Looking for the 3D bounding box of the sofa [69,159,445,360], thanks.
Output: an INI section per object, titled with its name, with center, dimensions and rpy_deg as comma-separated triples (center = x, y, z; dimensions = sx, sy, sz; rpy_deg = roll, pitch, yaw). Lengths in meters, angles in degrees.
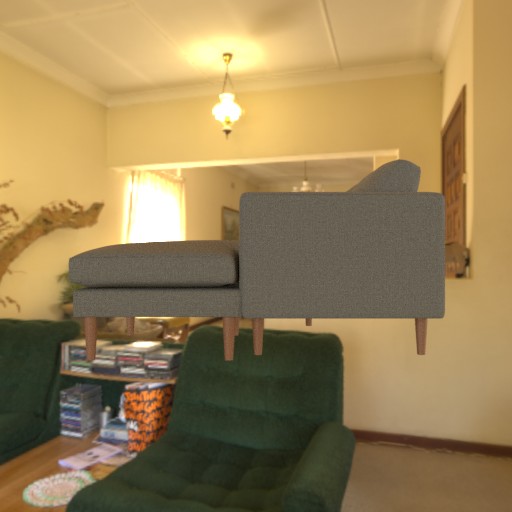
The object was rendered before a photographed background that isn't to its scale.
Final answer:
[sofa]
center = 0.000, 0.000, 2.854
dimensions = 1.591, 0.897, 2.031
rpy_deg = 0, 0, 0
